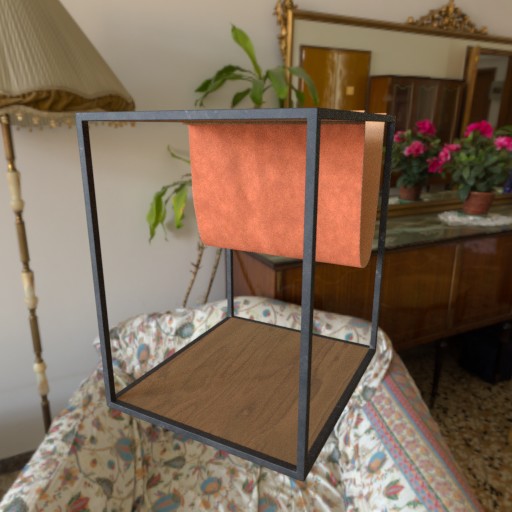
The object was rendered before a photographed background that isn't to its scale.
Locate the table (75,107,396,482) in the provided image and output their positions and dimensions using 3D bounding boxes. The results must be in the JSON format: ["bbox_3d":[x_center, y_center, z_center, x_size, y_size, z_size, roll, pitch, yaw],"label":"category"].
[{"bbox_3d":[0.000,0.000,0.864,0.399,0.536,0.450,8,18,27],"label":"table"}]
